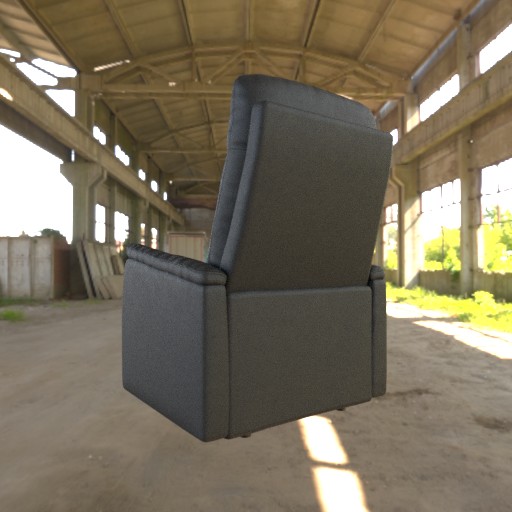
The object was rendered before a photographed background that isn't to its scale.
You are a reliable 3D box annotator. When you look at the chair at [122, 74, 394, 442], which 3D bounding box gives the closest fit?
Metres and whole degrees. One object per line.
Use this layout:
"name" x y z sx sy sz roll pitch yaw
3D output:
"chair" 0.000 0.000 1.643 0.775 1.082 0.831 1 -1 -35
